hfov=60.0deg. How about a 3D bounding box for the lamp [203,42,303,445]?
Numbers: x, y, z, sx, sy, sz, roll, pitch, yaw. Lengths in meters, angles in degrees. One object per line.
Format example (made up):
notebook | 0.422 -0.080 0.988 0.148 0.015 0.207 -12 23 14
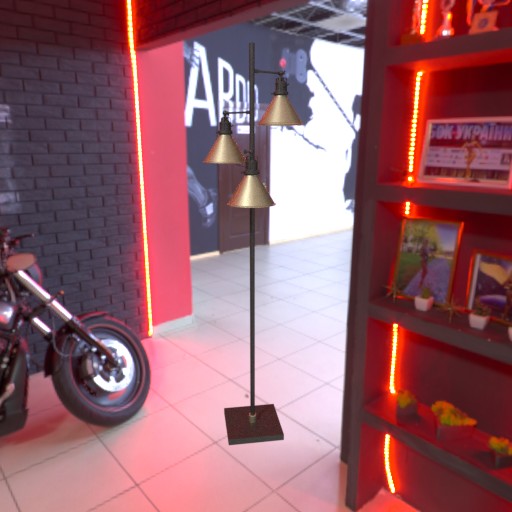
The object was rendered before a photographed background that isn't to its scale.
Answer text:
lamp | 0.000 0.000 1.928 0.428 1.716 0.415 -2 14 -9
